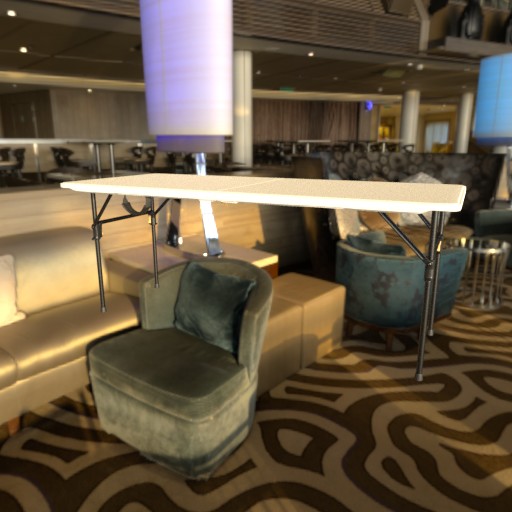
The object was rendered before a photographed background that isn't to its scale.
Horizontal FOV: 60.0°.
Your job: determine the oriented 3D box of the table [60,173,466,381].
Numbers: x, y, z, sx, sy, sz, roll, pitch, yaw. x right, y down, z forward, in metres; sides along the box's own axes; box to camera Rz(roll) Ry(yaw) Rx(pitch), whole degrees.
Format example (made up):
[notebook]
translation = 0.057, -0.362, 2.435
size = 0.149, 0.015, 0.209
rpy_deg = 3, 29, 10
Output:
[table]
translation = 0.000, 0.000, 2.224
size = 1.829, 0.719, 0.761
rpy_deg = 7, 16, 25
